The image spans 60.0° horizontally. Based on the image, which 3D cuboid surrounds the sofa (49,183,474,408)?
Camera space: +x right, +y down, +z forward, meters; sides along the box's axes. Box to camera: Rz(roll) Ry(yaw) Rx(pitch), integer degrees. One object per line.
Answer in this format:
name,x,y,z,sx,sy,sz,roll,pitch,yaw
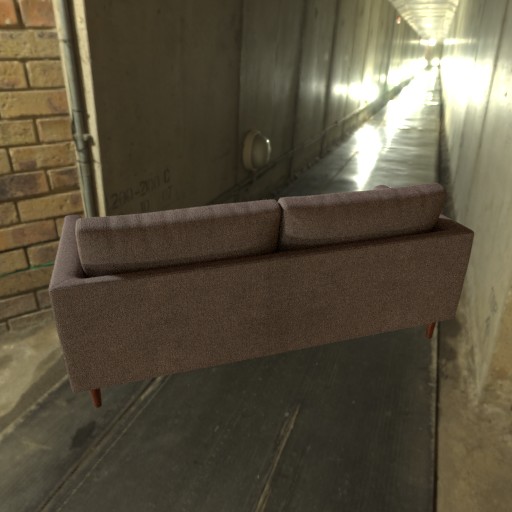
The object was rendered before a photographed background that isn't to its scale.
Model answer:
sofa,0.000,0.000,2.426,1.948,0.868,1.020,-8,27,-15
